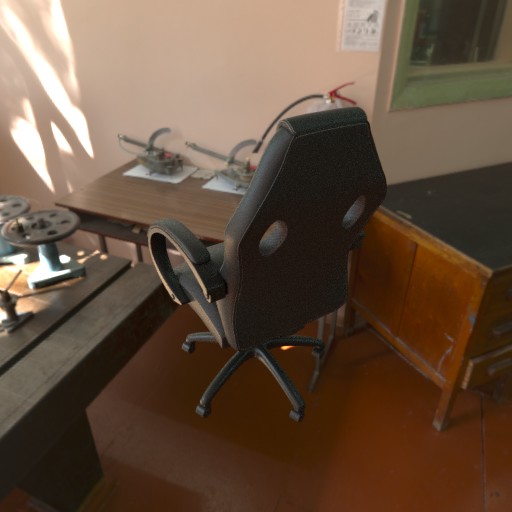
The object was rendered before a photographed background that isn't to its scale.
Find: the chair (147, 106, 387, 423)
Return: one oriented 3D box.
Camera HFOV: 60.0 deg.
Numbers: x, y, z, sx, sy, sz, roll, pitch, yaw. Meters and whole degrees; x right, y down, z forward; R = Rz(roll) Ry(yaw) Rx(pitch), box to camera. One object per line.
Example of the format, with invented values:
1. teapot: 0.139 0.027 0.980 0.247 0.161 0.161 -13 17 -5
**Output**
1. chair: 0.000 0.000 1.676 0.673 1.187 0.724 -19 36 -28
